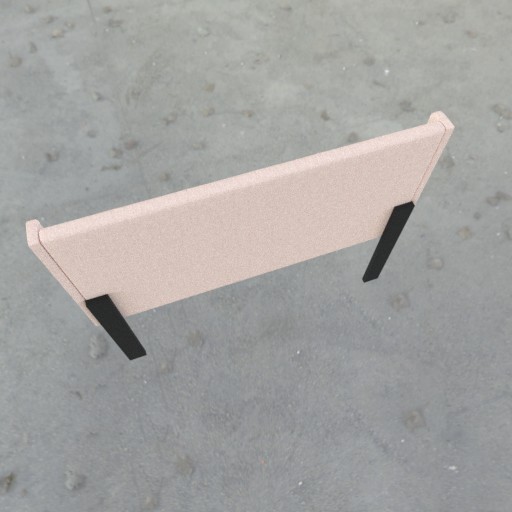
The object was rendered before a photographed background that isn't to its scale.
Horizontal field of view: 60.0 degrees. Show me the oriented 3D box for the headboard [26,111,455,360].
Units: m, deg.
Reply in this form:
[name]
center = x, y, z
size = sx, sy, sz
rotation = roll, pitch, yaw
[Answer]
[headboard]
center = 0.000, 0.000, 2.695
size = 2.051, 1.524, 0.184
rotation = -17, 61, -10
